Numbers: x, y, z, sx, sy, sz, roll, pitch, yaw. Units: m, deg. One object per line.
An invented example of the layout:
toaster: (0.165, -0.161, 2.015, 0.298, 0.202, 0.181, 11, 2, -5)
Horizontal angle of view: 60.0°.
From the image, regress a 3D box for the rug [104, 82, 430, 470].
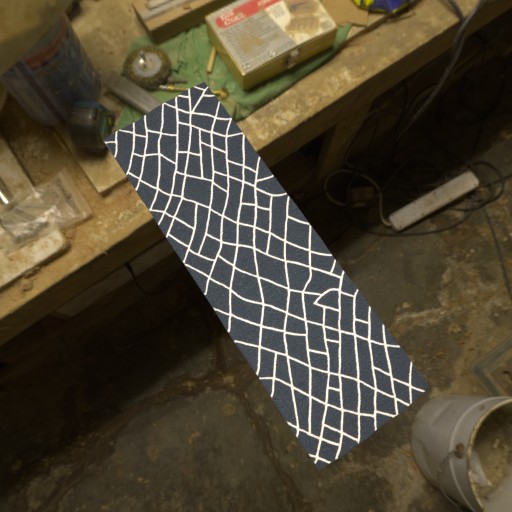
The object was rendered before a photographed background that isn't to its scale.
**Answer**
rug: (0.000, 0.000, 2.767, 0.807, 0.010, 2.476, -33, 79, -7)
